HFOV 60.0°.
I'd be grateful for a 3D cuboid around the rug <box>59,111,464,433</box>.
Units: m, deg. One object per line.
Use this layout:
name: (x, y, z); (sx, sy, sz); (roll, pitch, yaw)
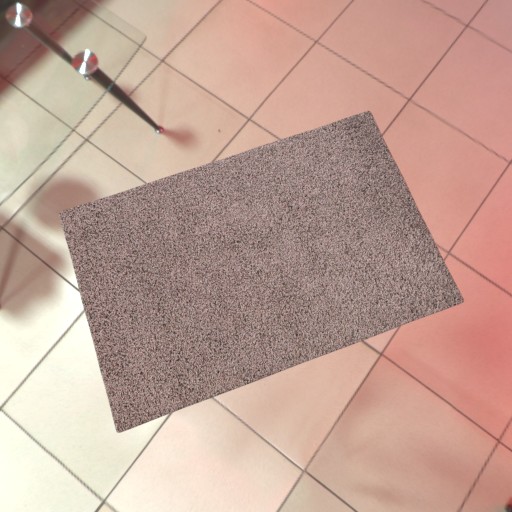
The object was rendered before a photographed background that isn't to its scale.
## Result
rug: (0.000, 0.000, 3.480); (2.743, 0.030, 1.778); (-19, 75, -5)
